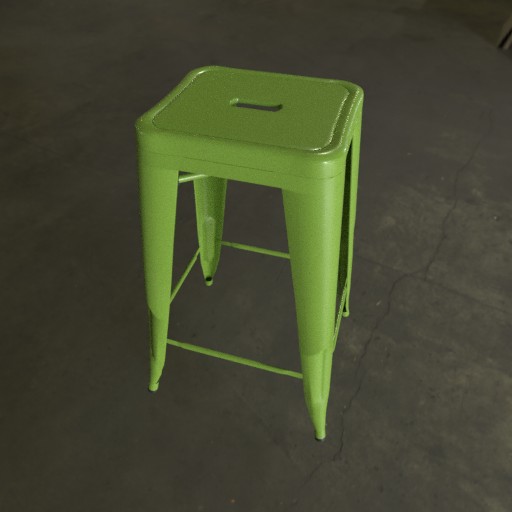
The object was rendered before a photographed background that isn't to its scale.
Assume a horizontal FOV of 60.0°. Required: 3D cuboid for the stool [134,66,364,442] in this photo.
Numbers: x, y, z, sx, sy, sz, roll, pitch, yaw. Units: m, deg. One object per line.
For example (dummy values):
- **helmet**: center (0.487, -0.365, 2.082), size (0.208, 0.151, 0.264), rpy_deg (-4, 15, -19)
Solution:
- **stool**: center (0.000, 0.000, 0.853), size (0.398, 0.609, 0.358), rpy_deg (12, 44, 12)
